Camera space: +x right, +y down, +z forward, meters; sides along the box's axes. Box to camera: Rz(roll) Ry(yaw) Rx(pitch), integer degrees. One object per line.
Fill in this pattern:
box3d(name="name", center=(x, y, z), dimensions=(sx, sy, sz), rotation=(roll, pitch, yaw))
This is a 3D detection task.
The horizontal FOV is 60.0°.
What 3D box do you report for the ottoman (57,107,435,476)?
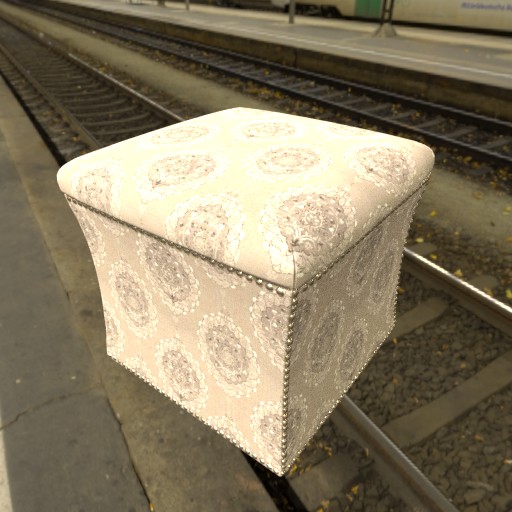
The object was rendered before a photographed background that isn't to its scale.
box3d(name="ottoman", center=(0.000, 0.000, 0.886), dimensions=(0.497, 0.473, 0.507), rotation=(22, 38, 31))
